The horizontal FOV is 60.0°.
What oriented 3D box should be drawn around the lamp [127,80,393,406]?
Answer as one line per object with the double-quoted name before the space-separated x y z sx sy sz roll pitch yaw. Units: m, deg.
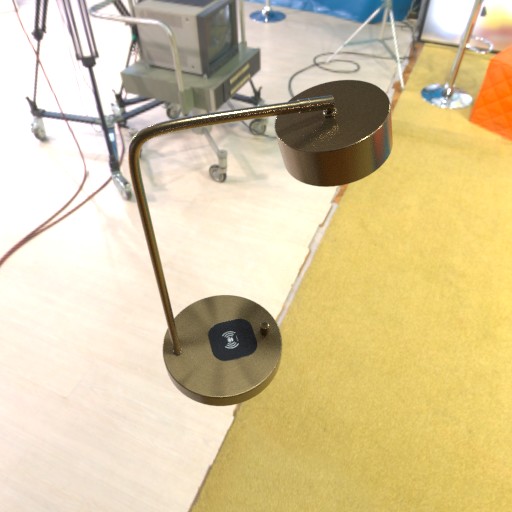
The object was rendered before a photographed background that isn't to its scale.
"lamp" 0.000 0.000 0.525 0.270 0.380 0.171 -11 48 -11
